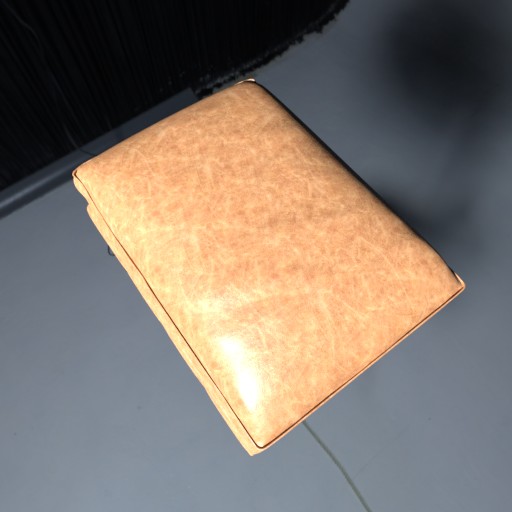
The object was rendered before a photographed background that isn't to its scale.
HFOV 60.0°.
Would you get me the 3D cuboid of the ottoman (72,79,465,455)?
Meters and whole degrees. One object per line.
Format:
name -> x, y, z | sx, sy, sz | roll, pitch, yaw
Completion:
ottoman -> 0.000, 0.000, 1.047 | 0.533, 0.480, 0.710 | -33, 68, -15
